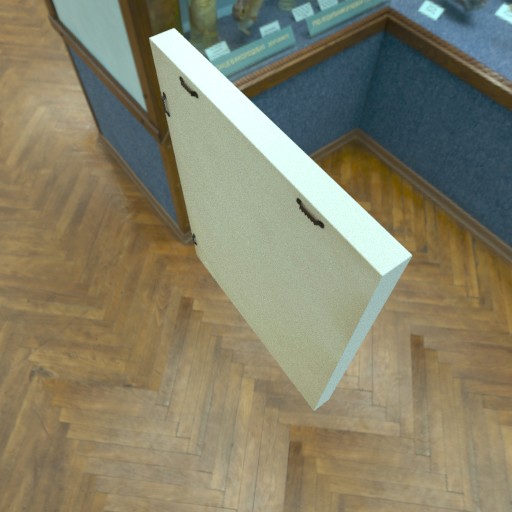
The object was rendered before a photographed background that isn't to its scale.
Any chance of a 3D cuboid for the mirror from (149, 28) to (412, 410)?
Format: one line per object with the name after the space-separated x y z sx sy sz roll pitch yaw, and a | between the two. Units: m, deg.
0.000 0.000 0.676 0.041 0.509 0.406 -31 64 -18 | mirror
